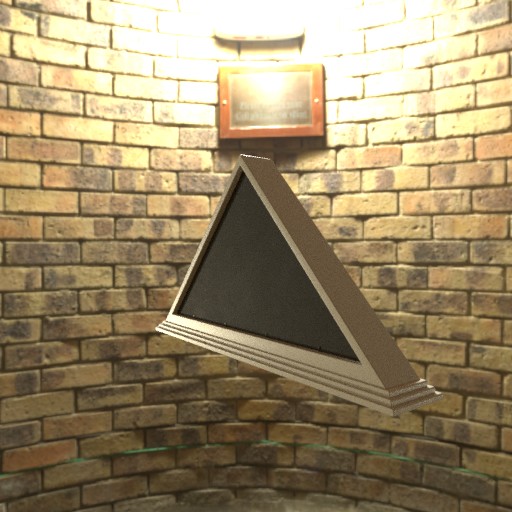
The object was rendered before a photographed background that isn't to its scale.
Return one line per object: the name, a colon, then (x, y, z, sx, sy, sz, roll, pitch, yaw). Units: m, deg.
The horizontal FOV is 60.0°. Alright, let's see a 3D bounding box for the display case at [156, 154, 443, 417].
display case: (0.000, 0.000, 0.764, 0.095, 0.340, 0.640, -1, 1, -36)
